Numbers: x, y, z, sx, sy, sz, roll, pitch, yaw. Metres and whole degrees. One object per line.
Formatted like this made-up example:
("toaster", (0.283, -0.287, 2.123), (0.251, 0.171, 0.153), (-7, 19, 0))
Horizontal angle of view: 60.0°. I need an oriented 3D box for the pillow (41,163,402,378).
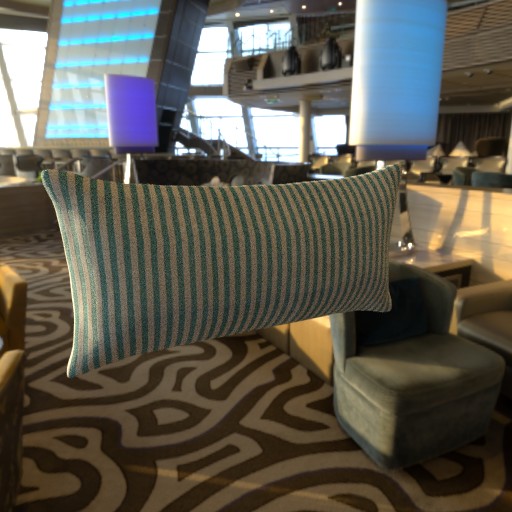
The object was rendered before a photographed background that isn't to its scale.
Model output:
("pillow", (0.000, 0.000, 0.737), (0.617, 0.295, 0.151), (-7, 15, -26))
